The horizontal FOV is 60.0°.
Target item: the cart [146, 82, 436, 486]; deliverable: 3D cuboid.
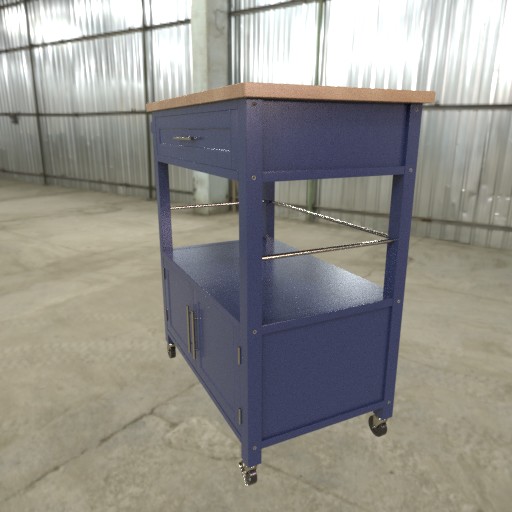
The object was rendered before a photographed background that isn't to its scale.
[{"bbox_3d":[0.000,0.000,1.351,0.459,0.901,0.840,-8,18,-25],"label":"cart"}]
